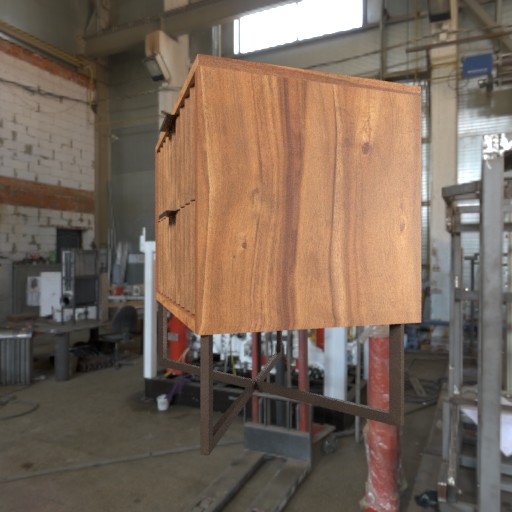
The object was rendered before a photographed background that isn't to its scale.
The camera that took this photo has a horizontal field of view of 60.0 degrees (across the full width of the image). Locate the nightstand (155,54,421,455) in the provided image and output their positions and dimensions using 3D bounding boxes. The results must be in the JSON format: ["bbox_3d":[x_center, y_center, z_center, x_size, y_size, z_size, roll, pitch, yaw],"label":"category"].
[{"bbox_3d":[0.000,0.000,1.027,0.427,0.615,0.613,0,0,-19],"label":"nightstand"}]
